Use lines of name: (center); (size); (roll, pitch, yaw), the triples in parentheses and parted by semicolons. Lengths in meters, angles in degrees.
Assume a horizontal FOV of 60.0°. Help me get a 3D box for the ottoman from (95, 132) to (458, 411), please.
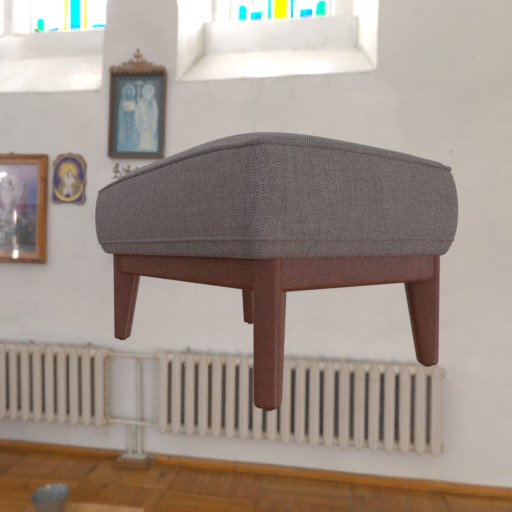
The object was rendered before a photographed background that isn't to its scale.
ottoman: (0.000, 0.000, 1.064); (0.555, 0.458, 0.750); (-1, 1, -36)
